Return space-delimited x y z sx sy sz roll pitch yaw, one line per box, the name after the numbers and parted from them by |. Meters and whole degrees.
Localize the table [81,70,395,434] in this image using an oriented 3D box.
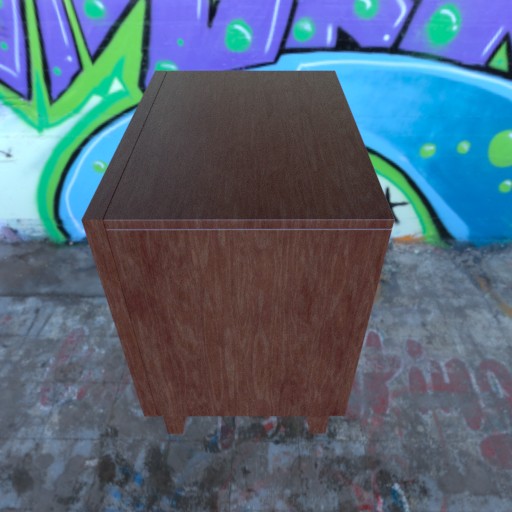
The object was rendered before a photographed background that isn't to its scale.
0.000 0.000 0.976 0.449 0.609 0.557 0 41 0 | table
